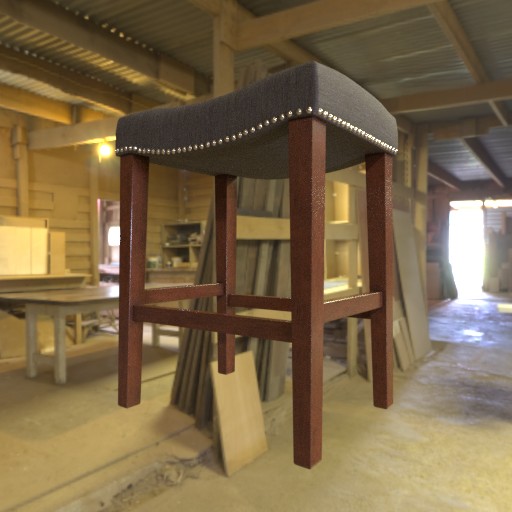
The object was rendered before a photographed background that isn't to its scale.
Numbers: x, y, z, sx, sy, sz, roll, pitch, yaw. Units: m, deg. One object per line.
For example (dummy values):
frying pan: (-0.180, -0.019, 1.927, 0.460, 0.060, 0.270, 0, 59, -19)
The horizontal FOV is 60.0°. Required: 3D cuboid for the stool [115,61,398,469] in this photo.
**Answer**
stool: (0.000, 0.000, 0.964, 0.504, 0.654, 0.372, 0, 1, 37)
